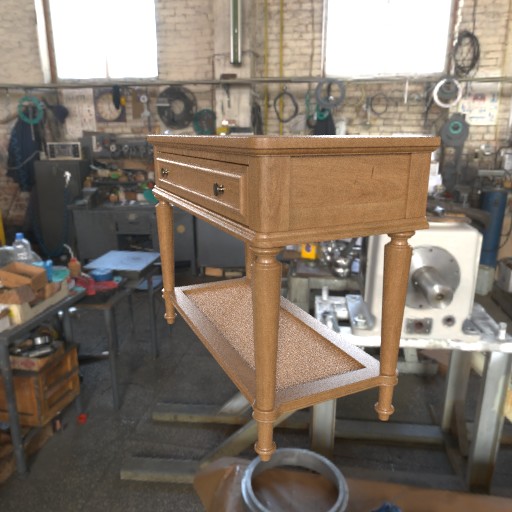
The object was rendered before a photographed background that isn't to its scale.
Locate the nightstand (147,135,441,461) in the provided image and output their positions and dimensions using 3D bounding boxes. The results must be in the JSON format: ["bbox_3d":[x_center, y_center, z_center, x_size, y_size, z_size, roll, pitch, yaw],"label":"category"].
[{"bbox_3d":[0.000,0.000,1.338,0.432,0.700,0.914,-7,17,-24],"label":"nightstand"}]
